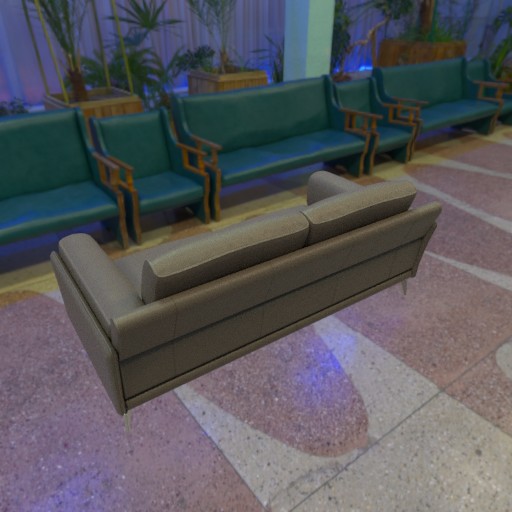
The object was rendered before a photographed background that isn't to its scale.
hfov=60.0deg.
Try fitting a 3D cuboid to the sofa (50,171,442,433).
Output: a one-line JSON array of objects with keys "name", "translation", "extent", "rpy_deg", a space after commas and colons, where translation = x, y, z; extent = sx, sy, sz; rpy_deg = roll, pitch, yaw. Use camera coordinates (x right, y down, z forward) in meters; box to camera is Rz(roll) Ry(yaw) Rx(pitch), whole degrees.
[{"name": "sofa", "translation": [0.000, 0.000, 2.668], "extent": [2.101, 0.930, 1.049], "rpy_deg": [-19, 36, -29]}]
